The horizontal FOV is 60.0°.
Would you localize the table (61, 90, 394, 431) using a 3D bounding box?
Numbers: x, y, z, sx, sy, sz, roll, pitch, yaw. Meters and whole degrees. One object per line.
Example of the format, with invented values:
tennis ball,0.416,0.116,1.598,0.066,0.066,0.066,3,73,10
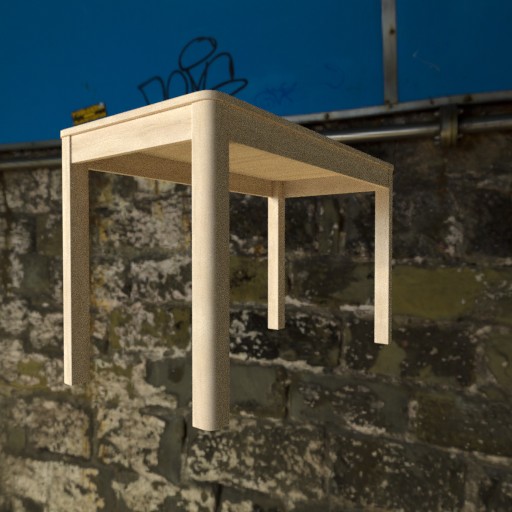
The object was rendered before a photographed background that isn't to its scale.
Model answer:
table,0.000,0.000,1.932,0.750,0.900,1.400,1,2,36
